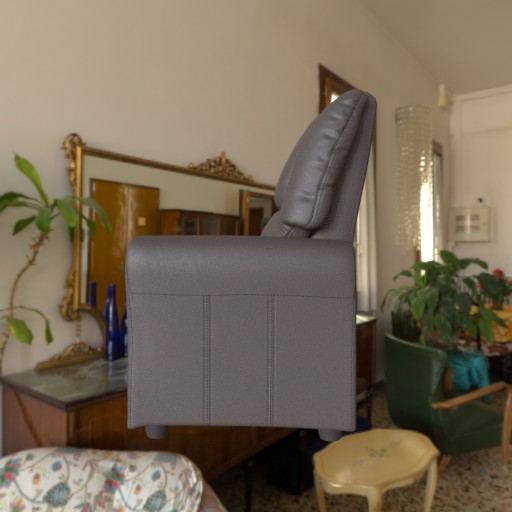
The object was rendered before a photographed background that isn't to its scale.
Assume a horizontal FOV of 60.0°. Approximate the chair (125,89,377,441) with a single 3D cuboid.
[{"bbox_3d":[0.000,0.000,1.111,0.521,0.709,0.610,0,0,2],"label":"chair"}]
